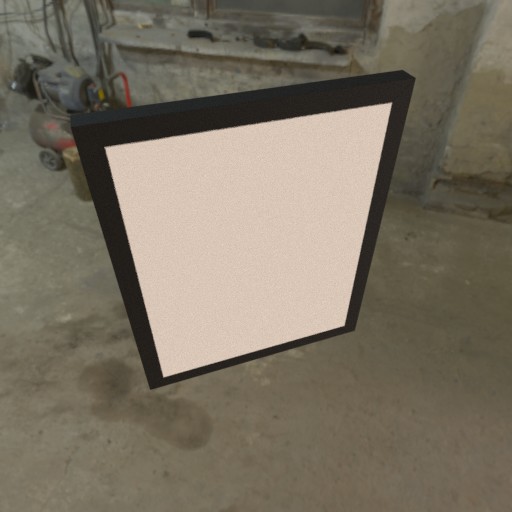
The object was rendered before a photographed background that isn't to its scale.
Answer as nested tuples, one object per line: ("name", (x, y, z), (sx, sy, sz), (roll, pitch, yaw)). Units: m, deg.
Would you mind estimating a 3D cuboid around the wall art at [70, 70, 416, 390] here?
("wall art", (0.000, 0.000, 0.547), (0.329, 0.404, 0.024), (-13, 44, -14))
